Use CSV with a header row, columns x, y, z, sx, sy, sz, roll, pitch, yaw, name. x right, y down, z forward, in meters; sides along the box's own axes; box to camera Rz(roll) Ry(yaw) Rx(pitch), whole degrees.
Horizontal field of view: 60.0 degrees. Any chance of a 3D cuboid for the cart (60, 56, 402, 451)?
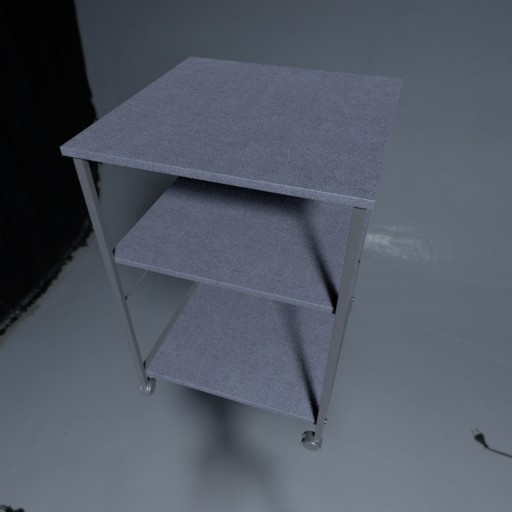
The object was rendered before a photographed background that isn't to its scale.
x,y,z,sx,sy,sz,roll,pitch,yaw,name
0.000,0.000,1.115,0.521,0.762,0.520,12,42,14,cart
